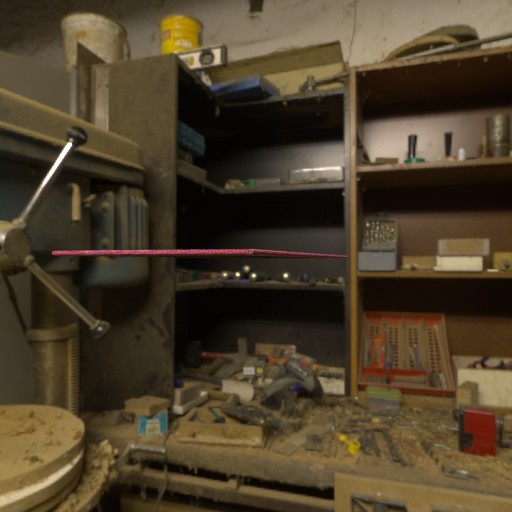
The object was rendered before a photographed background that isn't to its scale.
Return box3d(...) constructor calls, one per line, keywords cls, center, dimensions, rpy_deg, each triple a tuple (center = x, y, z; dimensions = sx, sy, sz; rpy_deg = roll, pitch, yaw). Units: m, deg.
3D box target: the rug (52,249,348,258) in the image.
box3d(cls="rug", center=(0.000, 0.000, 2.702), dimensions=(0.813, 0.018, 2.439), rpy_deg=(0, -1, 19))
